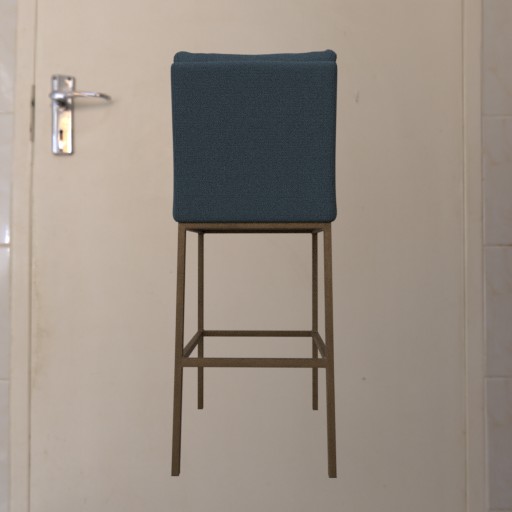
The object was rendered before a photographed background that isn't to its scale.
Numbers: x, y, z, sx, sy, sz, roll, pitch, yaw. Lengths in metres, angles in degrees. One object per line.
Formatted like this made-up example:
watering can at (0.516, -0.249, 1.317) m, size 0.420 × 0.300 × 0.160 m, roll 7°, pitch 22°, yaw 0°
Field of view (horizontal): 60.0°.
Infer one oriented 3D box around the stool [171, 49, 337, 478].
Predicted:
stool at (0.000, 0.000, 1.393) m, size 0.463 × 1.124 × 0.568 m, roll 0°, pitch -1°, yaw 1°
